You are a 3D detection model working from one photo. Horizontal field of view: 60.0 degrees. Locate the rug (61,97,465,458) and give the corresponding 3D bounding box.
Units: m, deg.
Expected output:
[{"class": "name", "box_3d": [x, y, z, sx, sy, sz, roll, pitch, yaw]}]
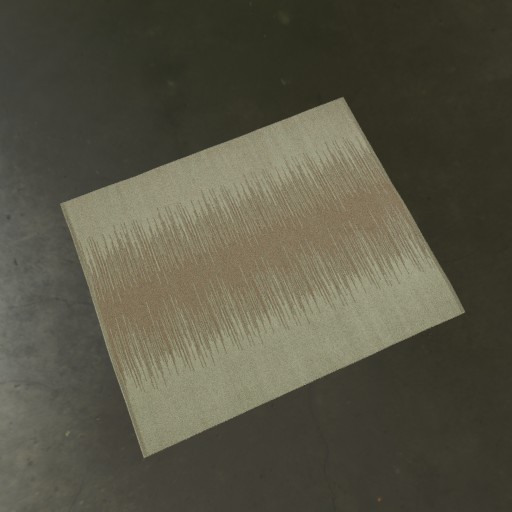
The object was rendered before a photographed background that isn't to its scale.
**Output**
[{"class": "rug", "box_3d": [0.000, 0.000, 4.106, 3.048, 0.013, 2.438, -22, 75, -6]}]
